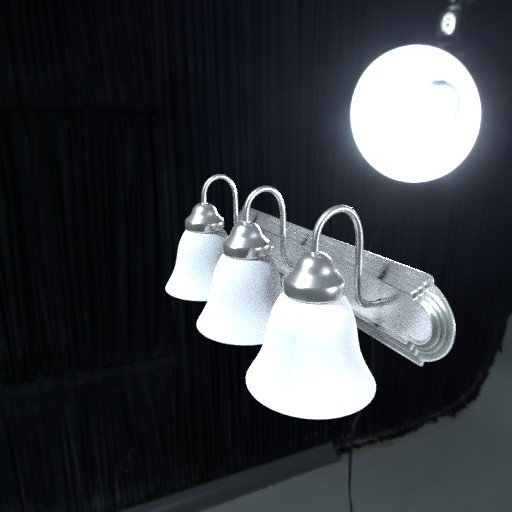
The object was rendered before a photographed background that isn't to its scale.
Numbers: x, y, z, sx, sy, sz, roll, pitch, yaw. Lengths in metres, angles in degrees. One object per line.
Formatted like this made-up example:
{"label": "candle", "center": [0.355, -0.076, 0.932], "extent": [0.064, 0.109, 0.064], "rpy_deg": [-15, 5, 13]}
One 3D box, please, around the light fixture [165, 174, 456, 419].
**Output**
{"label": "light fixture", "center": [0.000, 0.000, 0.710], "extent": [0.199, 0.222, 0.610], "rpy_deg": [-8, 18, -25]}
